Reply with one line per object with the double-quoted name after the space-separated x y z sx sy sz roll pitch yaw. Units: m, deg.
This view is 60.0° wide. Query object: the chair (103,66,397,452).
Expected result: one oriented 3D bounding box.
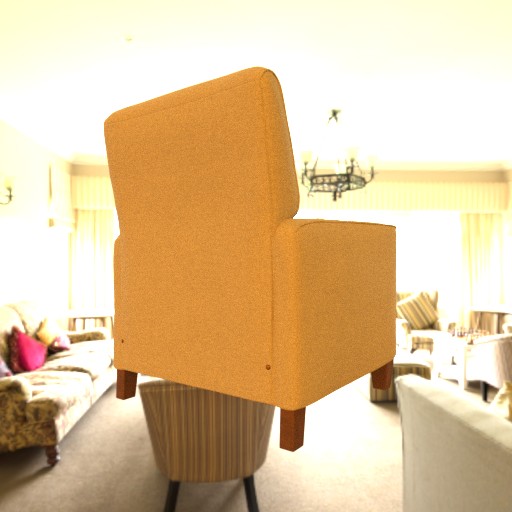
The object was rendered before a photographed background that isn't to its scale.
0.000 0.000 1.644 0.841 1.023 0.858 0 0 36 "chair"
